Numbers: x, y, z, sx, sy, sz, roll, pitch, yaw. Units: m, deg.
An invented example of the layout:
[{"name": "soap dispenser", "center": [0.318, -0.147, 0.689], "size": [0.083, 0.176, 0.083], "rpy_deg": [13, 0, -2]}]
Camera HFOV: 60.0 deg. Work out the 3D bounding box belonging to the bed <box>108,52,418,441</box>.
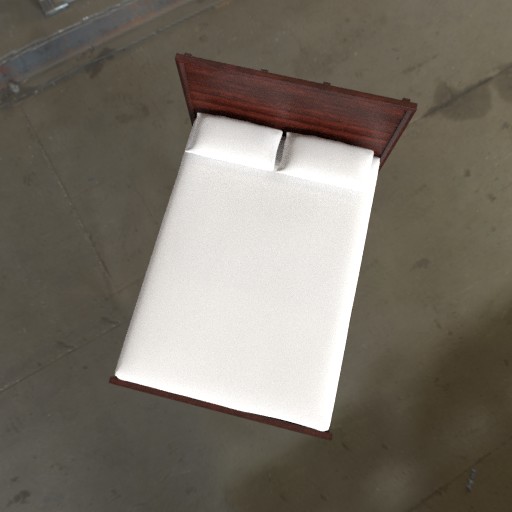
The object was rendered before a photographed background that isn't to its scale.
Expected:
[{"name": "bed", "center": [0.000, 0.000, 4.033], "size": [2.040, 1.492, 2.803], "rpy_deg": [13, 75, 4]}]
